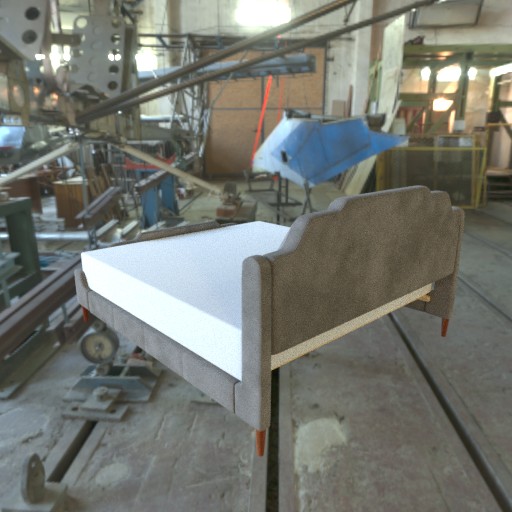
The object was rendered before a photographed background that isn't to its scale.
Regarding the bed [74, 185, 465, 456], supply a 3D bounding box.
[{"bbox_3d":[0.000,0.000,3.532,2.074,1.245,2.340,-14,21,-41],"label":"bed"}]
